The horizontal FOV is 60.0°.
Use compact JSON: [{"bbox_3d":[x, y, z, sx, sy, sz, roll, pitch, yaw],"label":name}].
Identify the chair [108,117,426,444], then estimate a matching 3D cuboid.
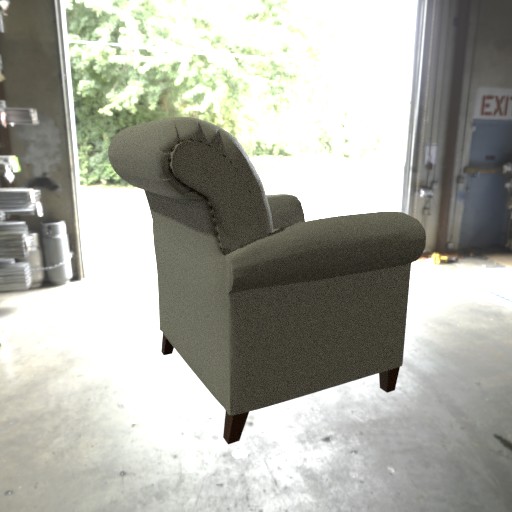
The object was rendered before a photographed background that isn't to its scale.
[{"bbox_3d":[0.000,0.000,1.604,0.890,0.927,0.854,-7,15,-27],"label":"chair"}]
